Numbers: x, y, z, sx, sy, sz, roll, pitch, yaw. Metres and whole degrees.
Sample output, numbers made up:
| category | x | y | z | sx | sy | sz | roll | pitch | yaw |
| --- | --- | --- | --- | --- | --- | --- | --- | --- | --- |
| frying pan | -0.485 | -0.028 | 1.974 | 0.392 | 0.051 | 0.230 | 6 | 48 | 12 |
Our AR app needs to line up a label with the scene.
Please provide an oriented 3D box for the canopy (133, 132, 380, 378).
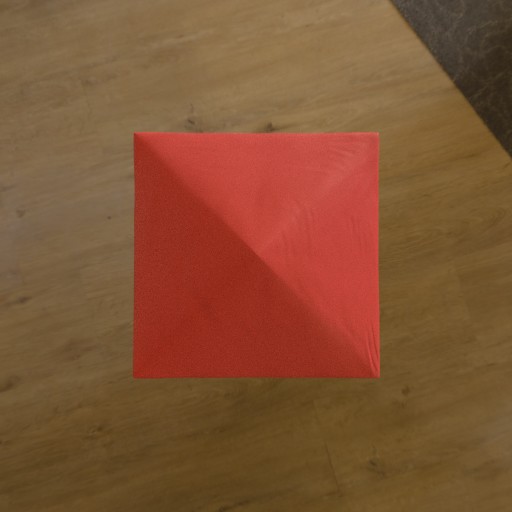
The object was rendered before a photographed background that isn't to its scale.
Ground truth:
| category | x | y | z | sx | sy | sz | roll | pitch | yaw |
| --- | --- | --- | --- | --- | --- | --- | --- | --- | --- |
| canopy | 0.000 | 0.000 | 6.482 | 3.599 | 3.600 | 3.600 | 0 | 89 | 0 |
